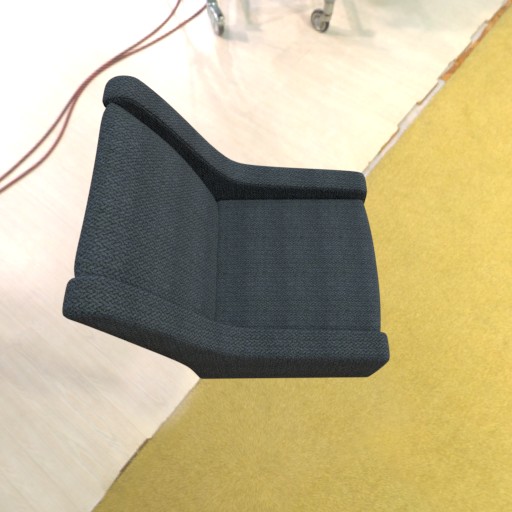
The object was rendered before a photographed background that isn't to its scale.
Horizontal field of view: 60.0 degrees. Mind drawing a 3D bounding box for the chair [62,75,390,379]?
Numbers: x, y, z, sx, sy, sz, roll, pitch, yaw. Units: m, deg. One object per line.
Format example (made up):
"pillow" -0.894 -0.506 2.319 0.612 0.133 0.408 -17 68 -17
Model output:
"chair" 0.000 0.000 1.659 0.944 1.012 0.793 0 64 0
